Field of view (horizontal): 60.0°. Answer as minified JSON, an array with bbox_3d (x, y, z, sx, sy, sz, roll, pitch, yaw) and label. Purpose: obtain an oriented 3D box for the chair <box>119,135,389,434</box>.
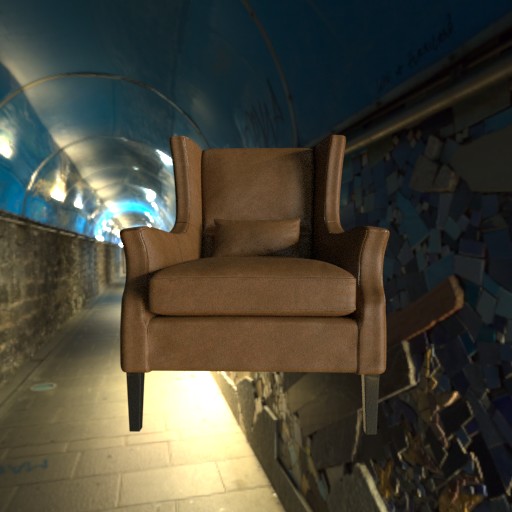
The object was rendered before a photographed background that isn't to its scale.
[{"bbox_3d":[0.000,0.000,1.708,0.852,1.016,0.925,0,1,2],"label":"chair"}]
